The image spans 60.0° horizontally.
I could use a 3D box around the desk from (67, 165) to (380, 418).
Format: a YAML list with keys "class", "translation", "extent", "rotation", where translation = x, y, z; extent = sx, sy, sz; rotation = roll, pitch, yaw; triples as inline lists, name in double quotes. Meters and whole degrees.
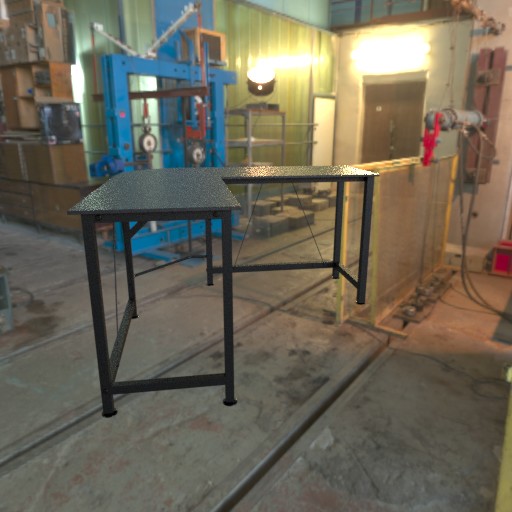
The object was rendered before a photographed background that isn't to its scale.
- class: "desk"
  translation: [0.000, 0.000, 2.241]
  extent: [1.400, 0.762, 1.400]
  rotation: [-3, 17, -9]
